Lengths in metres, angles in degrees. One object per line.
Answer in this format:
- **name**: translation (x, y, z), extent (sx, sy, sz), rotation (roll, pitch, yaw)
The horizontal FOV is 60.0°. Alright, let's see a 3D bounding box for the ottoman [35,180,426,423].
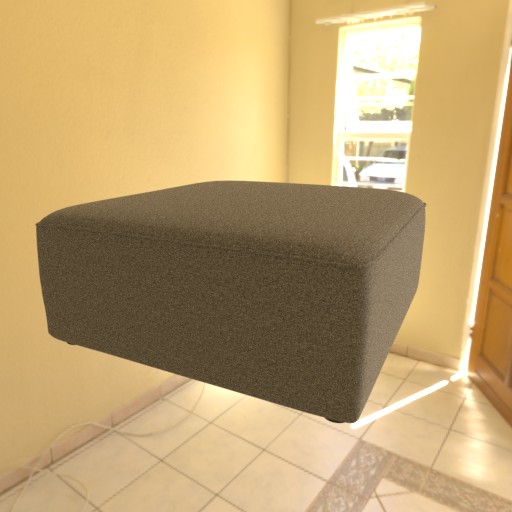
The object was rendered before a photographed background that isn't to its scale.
- **ottoman**: translation (0.000, 0.000, 1.572), extent (1.015, 0.464, 1.005), rotation (8, 18, 26)
